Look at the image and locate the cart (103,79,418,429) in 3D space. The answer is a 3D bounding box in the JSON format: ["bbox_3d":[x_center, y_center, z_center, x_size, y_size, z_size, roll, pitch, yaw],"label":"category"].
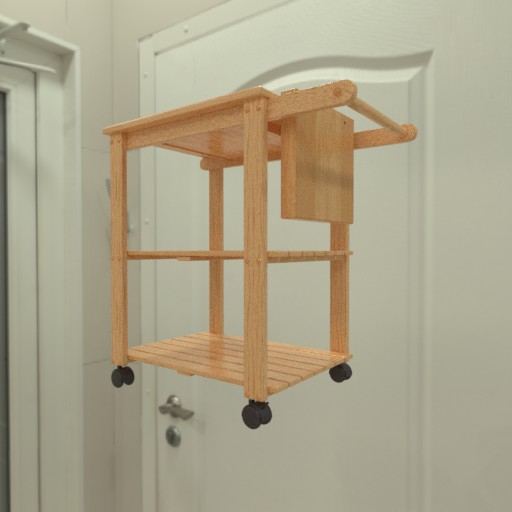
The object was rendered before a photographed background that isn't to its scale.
[{"bbox_3d":[0.000,0.000,1.359,0.843,0.816,0.520,1,1,37],"label":"cart"}]
